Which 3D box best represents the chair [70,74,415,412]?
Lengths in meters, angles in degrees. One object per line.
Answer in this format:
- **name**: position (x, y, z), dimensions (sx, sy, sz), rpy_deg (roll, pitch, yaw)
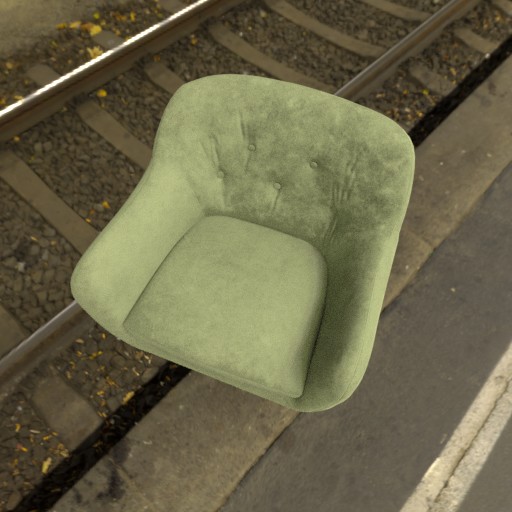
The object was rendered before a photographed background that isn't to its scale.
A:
- **chair**: position (0.000, 0.000, 1.488), dimensions (0.840, 0.804, 0.819), rpy_deg (19, 60, 11)
